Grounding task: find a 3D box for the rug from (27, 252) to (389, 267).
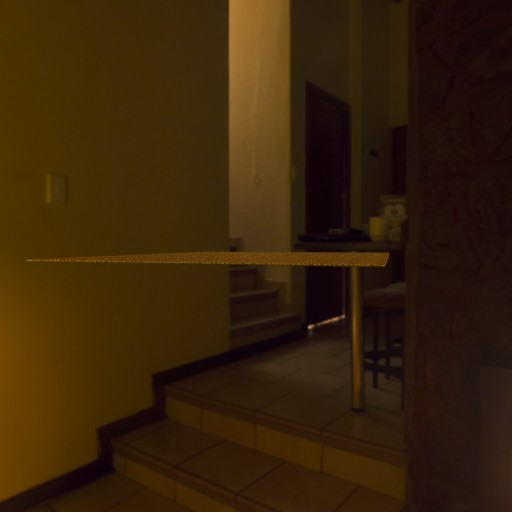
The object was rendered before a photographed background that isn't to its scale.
[{"bbox_3d":[0.000,0.000,4.273,2.439,0.014,3.207,0,2,17],"label":"rug"}]
